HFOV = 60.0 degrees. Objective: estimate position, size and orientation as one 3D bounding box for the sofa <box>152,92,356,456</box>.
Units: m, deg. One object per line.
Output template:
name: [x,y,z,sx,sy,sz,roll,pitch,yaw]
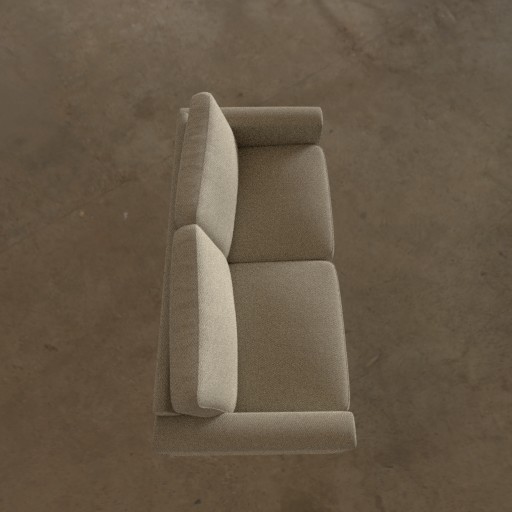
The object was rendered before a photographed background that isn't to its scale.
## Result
sofa: [0.000,0.000,2.690,1.016,0.873,2.179,-1,64,0]
